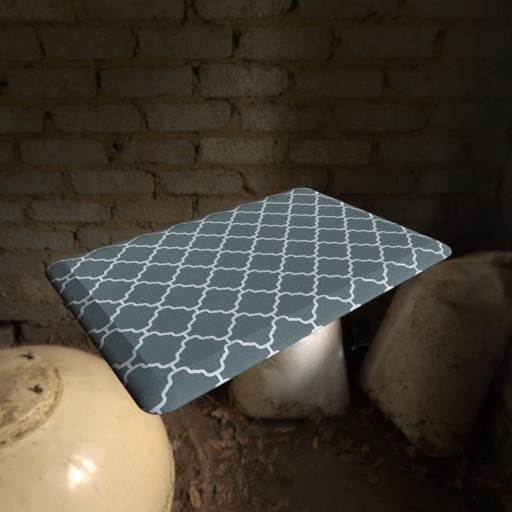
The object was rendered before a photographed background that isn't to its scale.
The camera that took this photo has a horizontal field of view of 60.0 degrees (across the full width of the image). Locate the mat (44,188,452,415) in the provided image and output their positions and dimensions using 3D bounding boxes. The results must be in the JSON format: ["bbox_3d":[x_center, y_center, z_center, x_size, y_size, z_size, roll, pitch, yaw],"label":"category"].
[{"bbox_3d":[0.000,0.000,0.962,0.762,0.021,0.508,-21,36,-33],"label":"mat"}]
